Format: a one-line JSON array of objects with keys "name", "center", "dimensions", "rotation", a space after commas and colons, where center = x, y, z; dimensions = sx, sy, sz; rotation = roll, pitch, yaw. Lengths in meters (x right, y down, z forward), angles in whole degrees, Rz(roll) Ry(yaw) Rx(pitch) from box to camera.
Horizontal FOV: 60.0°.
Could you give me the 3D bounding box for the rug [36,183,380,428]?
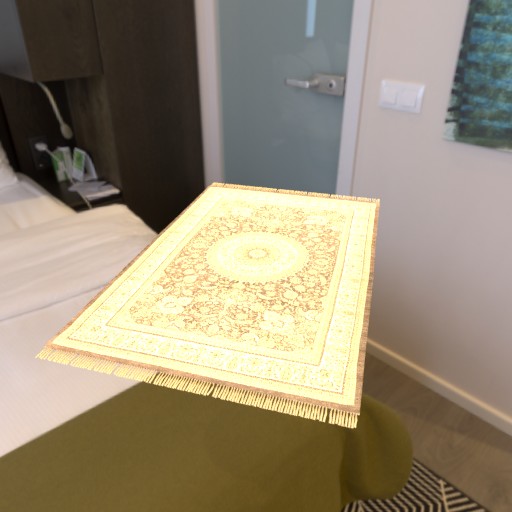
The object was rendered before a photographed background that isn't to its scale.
[{"name": "rug", "center": [0.000, 0.000, 4.131], "dimensions": [2.143, 0.015, 3.422], "rotation": [8, 31, 14]}]
